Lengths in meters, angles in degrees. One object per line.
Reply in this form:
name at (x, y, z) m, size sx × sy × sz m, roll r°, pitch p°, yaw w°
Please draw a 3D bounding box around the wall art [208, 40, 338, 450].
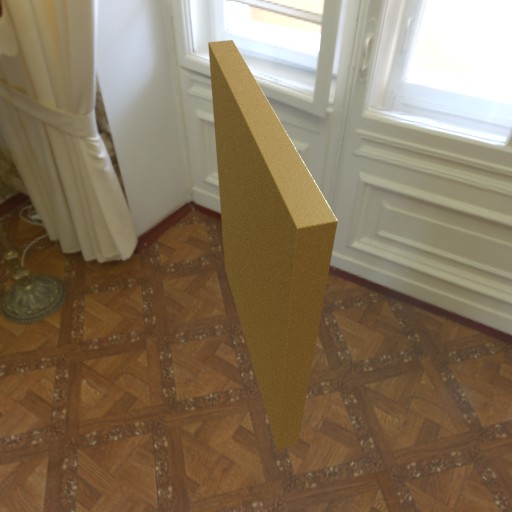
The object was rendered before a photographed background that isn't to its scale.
wall art at (0.000, 0.000, 0.896) m, size 0.048 × 0.642 × 0.537 m, roll -11°, pitch 47°, yaw -10°
